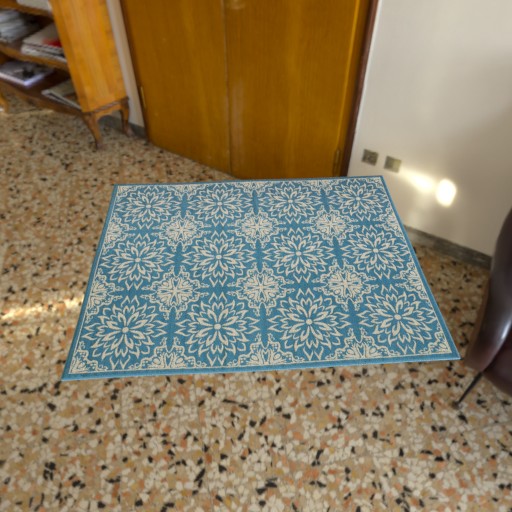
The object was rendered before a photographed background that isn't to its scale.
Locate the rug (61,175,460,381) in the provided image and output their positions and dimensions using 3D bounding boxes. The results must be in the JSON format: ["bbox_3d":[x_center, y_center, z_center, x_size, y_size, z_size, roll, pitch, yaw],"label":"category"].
[{"bbox_3d":[0.000,0.000,4.076,2.964,0.018,2.350,-2,46,-2],"label":"rug"}]
